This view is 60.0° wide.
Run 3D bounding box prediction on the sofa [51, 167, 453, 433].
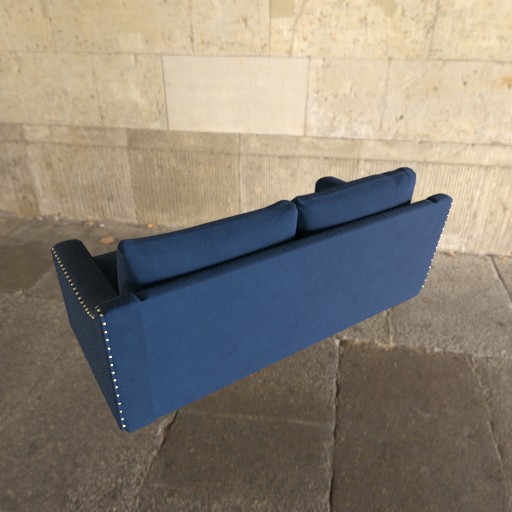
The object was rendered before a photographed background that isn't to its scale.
[{"bbox_3d":[0.000,0.000,2.694,2.107,0.983,1.104,-18,34,-29],"label":"sofa"}]
